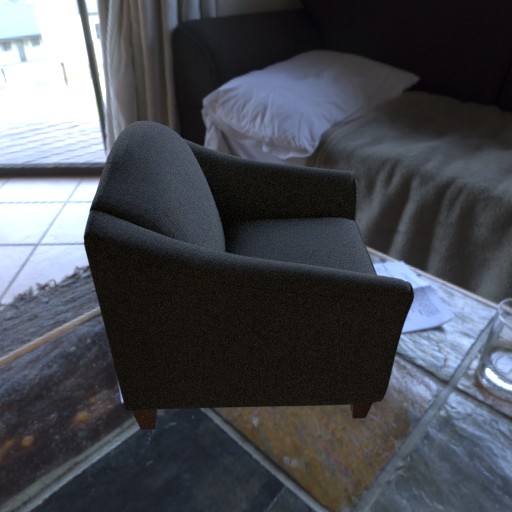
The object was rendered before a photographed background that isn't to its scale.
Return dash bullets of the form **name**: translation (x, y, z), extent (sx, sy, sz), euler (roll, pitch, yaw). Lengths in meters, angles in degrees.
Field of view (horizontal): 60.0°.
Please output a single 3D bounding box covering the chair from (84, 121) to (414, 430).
- **chair**: translation (0.000, 0.000, 1.445), extent (0.787, 0.839, 0.763), euler (-1, 33, -1)
